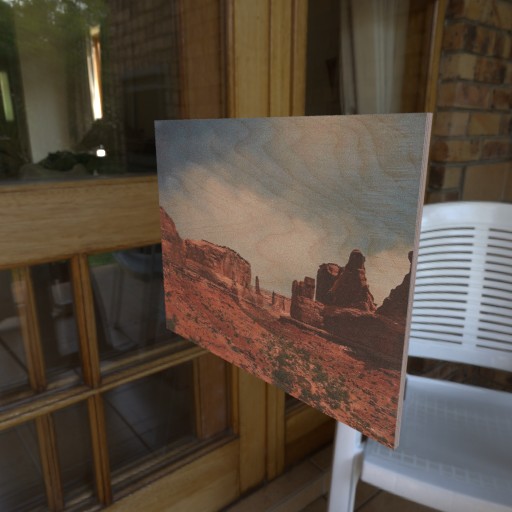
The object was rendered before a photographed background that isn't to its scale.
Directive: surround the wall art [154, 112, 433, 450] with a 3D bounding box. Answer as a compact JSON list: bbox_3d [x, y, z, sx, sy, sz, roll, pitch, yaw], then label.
[{"bbox_3d":[0.000,0.000,0.683,0.013,0.406,0.508,-15,22,-43],"label":"wall art"}]
